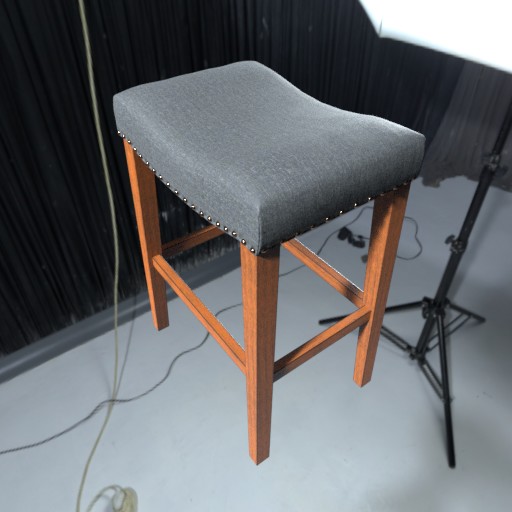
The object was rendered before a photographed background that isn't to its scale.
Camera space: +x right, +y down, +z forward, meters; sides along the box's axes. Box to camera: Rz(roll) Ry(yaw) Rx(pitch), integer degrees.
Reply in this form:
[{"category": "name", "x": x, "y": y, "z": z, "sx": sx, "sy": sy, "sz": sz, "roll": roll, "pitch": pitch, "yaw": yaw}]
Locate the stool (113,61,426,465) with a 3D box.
[{"category": "stool", "x": 0.000, "y": 0.000, "z": 0.865, "sx": 0.320, "sy": 0.612, "sz": 0.439, "roll": -26, "pitch": 47, "yaw": -27}]
